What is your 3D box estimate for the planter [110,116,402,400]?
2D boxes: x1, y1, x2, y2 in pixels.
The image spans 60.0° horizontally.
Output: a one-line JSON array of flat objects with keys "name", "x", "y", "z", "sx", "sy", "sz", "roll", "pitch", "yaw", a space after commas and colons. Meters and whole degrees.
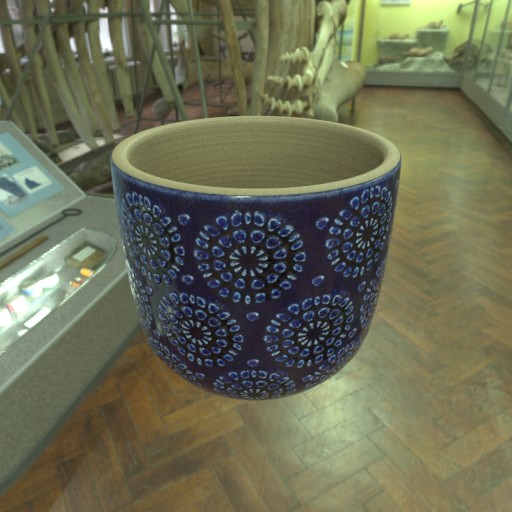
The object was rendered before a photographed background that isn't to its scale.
[{"name": "planter", "x": 0.000, "y": 0.000, "z": 0.293, "sx": 0.165, "sy": 0.149, "sz": 0.165, "roll": 0, "pitch": 29, "yaw": 0}]
